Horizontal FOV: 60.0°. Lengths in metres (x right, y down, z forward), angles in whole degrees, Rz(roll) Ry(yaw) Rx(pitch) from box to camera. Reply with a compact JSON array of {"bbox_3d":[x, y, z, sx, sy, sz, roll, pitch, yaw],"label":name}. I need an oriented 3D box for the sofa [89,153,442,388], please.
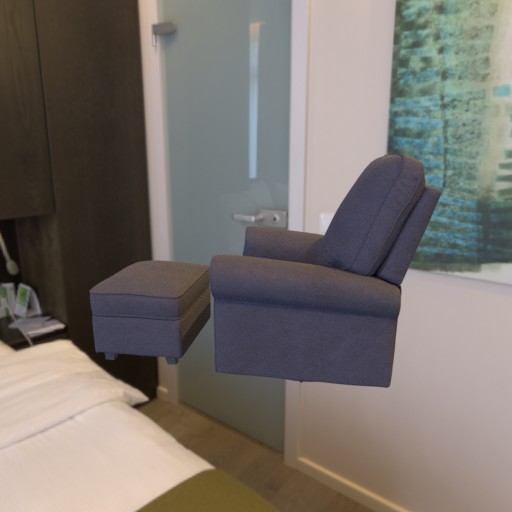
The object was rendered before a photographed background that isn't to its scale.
[{"bbox_3d":[0.000,0.000,2.125,1.478,0.959,0.880,2,14,9],"label":"sofa"}]
